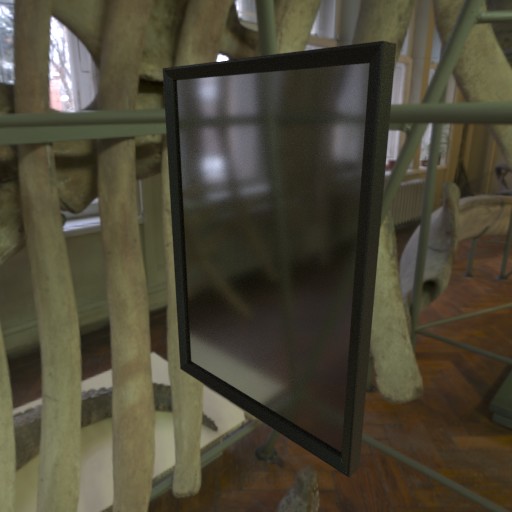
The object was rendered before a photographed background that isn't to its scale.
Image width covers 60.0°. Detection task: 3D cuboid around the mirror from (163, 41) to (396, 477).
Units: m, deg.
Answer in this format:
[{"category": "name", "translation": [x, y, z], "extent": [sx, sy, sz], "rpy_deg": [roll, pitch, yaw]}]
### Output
[{"category": "mirror", "translation": [0.000, 0.000, 0.868], "extent": [0.507, 0.710, 0.039], "rpy_deg": [17, 24, 42]}]
